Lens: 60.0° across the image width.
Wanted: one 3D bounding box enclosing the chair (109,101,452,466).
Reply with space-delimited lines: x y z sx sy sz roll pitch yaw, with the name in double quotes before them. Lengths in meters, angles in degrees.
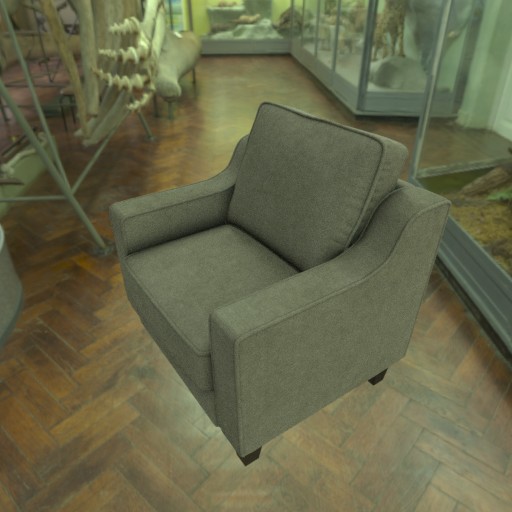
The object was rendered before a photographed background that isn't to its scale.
"chair" 0.000 0.000 1.634 0.840 0.944 0.926 -20 37 -29
